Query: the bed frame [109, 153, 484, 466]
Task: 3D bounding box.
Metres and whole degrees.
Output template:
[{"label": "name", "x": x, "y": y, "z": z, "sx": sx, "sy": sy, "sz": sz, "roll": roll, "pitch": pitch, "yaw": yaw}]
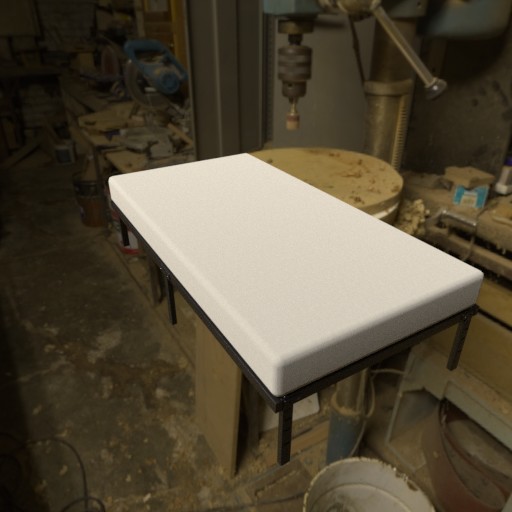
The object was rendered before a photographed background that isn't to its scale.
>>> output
[{"label": "bed frame", "x": 0.000, "y": 0.000, "z": 3.234, "sx": 1.393, "sy": 0.680, "sz": 2.635, "roll": -16, "pitch": 34, "yaw": -27}]
